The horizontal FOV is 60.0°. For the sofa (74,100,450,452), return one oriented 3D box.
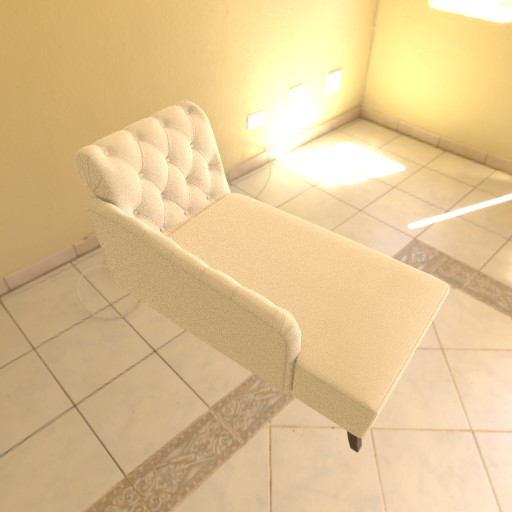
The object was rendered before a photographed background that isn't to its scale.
[{"bbox_3d":[0.000,0.000,1.788,1.379,0.787,0.675,26,48,26],"label":"sofa"}]
